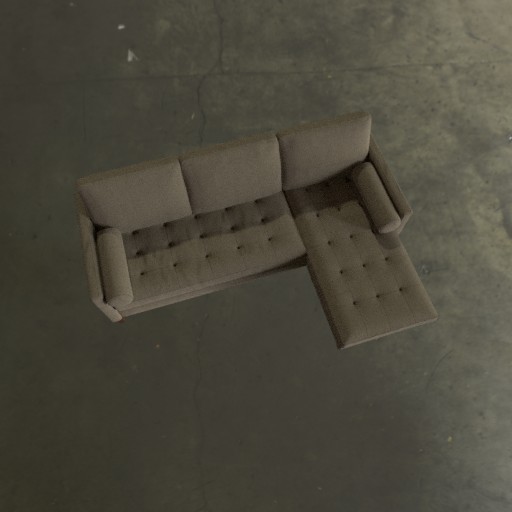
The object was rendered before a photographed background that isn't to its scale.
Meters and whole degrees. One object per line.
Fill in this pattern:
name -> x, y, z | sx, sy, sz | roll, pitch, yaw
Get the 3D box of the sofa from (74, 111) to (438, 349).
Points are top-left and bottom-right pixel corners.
sofa -> 0.000, 0.000, 3.019 | 2.178, 0.875, 1.506 | -15, 66, -7
